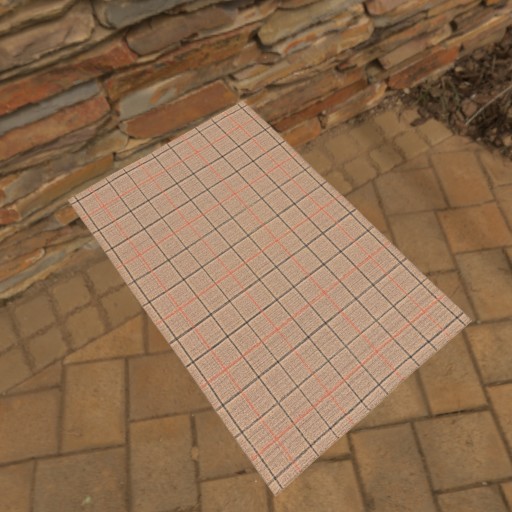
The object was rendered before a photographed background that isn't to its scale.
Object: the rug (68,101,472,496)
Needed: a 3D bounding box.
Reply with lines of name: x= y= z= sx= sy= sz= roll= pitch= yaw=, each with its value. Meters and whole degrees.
rug: x=0.000 y=0.000 z=2.295 sx=1.220 sy=0.013 sz=1.829 roll=-35 pitch=68 yaw=-16
